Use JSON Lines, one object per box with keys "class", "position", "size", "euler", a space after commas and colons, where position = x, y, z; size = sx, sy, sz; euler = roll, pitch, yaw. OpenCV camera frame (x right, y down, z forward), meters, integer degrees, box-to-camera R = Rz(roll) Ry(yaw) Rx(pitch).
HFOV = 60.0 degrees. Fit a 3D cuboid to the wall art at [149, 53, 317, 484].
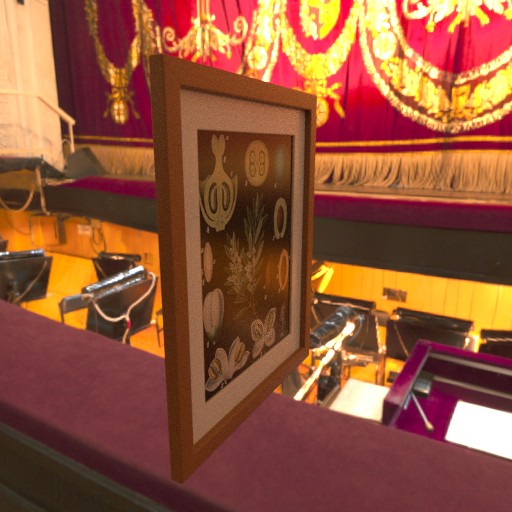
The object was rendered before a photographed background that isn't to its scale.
{"class": "wall art", "position": [0.000, 0.000, 0.510], "size": [0.015, 0.379, 0.310], "euler": [8, 16, 28]}
